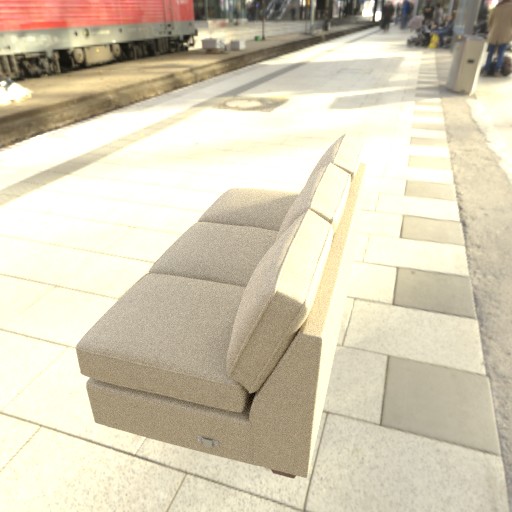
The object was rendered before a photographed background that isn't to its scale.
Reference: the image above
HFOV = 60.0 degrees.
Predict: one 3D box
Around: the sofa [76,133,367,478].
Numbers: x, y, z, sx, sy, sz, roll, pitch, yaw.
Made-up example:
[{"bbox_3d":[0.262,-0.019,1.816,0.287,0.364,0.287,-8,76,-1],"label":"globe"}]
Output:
[{"bbox_3d":[0.000,0.000,2.494,1.027,0.973,1.962,8,30,14],"label":"sofa"}]
